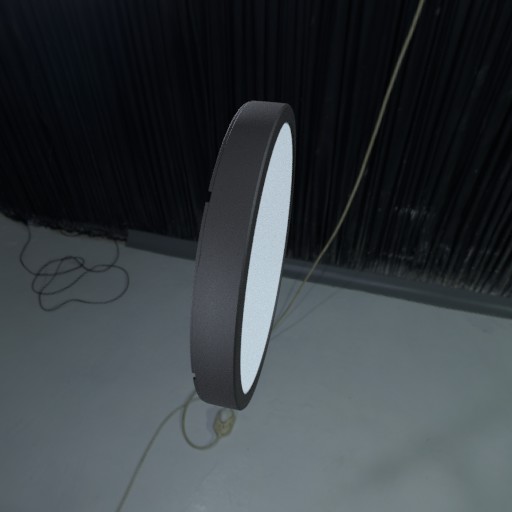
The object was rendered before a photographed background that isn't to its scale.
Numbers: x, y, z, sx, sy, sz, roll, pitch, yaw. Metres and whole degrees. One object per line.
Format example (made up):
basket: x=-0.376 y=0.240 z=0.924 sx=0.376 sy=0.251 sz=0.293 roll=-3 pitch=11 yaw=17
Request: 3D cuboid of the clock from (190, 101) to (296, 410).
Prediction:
clock: x=0.000 y=0.000 z=0.445 sx=0.040 sy=0.293 sz=0.293 roll=9 pitch=45 yaw=9
